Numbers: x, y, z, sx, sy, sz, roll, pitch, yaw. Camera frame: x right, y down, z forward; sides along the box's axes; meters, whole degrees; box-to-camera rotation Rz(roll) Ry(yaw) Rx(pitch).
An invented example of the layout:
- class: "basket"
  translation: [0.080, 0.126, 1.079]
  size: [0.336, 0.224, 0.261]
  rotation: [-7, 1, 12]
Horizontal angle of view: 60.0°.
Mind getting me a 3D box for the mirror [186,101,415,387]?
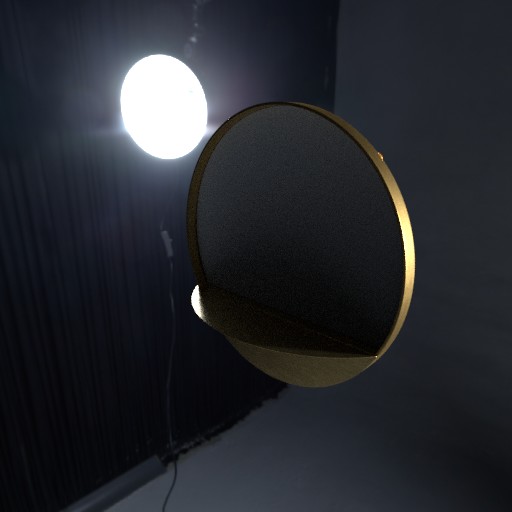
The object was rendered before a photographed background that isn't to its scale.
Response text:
- class: "mirror"
  translation: [0.000, 0.000, 0.691]
  size: [0.457, 0.457, 0.133]
  rotation: [16, 23, 42]
